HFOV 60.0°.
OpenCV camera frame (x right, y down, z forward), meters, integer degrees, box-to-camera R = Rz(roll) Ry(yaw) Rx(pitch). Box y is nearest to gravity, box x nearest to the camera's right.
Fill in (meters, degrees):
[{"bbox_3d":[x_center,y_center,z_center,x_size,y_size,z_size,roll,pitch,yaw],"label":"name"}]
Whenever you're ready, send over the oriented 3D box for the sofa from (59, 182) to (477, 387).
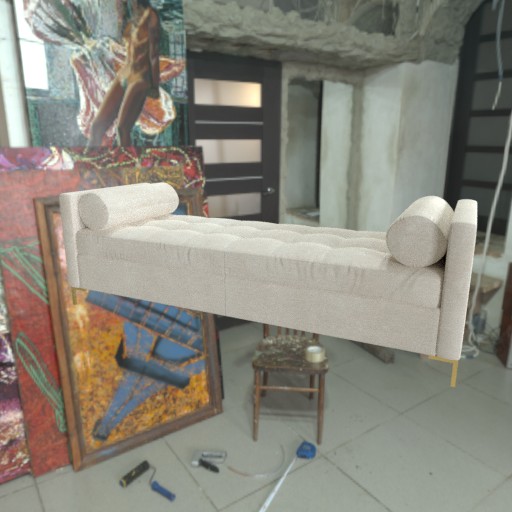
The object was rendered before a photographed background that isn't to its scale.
[{"bbox_3d":[0.000,0.000,2.274,1.981,0.635,0.686,7,16,25],"label":"sofa"}]
